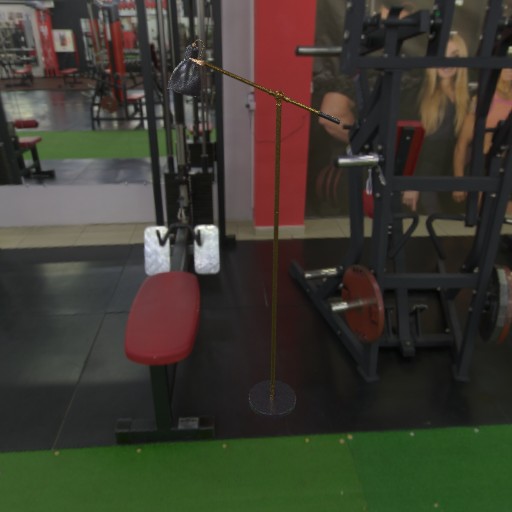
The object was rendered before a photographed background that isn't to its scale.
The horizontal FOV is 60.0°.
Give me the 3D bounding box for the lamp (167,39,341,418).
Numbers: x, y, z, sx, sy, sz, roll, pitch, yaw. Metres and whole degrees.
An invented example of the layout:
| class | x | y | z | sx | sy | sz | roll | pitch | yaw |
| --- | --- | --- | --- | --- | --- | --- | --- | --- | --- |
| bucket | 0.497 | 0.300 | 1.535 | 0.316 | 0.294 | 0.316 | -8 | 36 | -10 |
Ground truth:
| class | x | y | z | sx | sy | sz | roll | pitch | yaw |
| --- | --- | --- | --- | --- | --- | --- | --- | --- | --- |
| lamp | 0.000 | 0.000 | 1.855 | 0.618 | 1.628 | 0.235 | -1 | 27 | -2 |
